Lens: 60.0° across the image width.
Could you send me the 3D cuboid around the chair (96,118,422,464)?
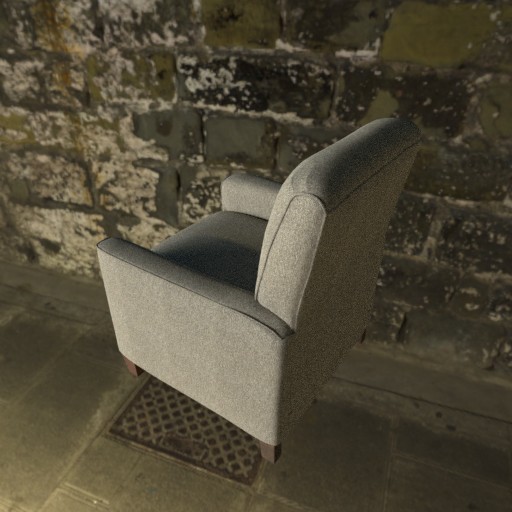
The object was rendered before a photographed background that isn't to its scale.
[{"bbox_3d":[0.000,0.000,1.641,0.858,1.028,0.841,21,38,29],"label":"chair"}]
